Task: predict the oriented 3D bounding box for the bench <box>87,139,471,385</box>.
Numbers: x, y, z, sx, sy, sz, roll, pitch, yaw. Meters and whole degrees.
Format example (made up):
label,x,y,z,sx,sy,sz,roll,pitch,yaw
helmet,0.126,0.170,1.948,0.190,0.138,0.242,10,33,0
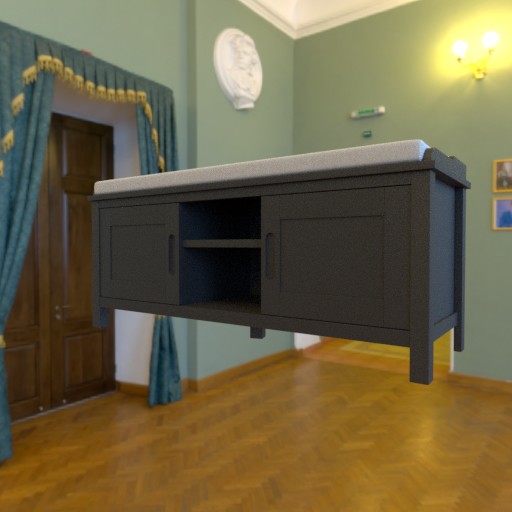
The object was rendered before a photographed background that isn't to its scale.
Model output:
label,x,y,z,sx,sy,sz,roll,pitch,yaw
bench,0.000,0.000,1.368,1.140,0.501,0.398,1,2,35
